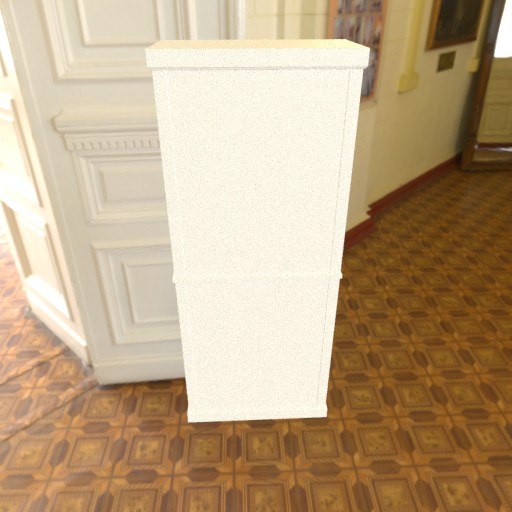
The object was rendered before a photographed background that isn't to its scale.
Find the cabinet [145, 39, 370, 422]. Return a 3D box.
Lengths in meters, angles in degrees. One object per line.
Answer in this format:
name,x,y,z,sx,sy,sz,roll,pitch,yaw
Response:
cabinet,0.000,0.000,2.109,0.754,1.829,0.390,-1,30,-2
